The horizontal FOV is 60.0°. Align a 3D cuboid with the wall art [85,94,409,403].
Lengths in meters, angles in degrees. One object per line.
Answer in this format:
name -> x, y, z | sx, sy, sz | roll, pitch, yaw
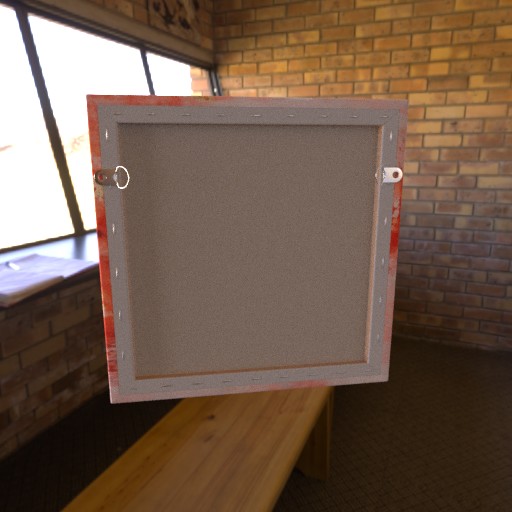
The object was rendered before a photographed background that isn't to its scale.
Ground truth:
wall art -> 0.000, 0.000, 1.290 | 0.878, 0.878, 0.066 | -2, 13, -9
